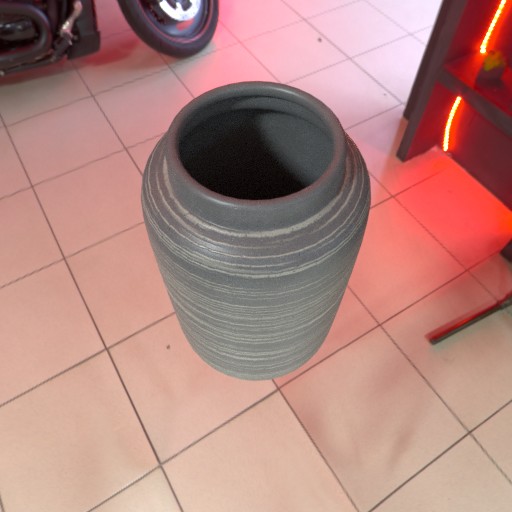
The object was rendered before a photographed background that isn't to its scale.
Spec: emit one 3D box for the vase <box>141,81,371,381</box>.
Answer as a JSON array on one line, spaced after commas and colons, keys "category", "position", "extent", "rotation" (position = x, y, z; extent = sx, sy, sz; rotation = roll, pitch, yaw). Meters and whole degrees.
[{"category": "vase", "position": [0.000, 0.000, 0.702], "extent": [0.297, 0.499, 0.297], "rotation": [0, 58, 0]}]
